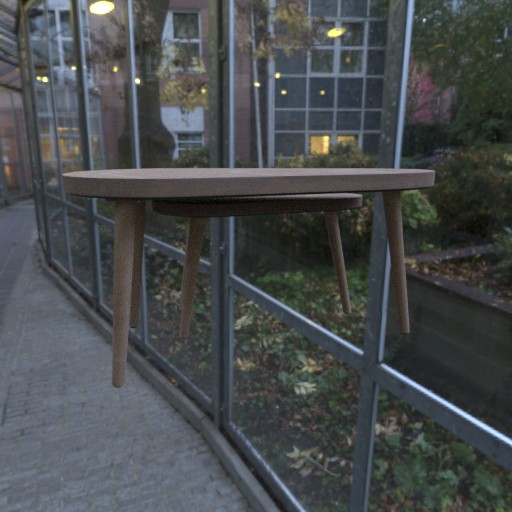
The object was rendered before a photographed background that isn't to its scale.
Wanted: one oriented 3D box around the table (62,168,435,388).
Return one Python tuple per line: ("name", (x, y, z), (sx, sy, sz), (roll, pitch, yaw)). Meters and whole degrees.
("table", (0.000, 0.000, 1.566), (1.190, 0.595, 0.701), (-2, 14, -9))
